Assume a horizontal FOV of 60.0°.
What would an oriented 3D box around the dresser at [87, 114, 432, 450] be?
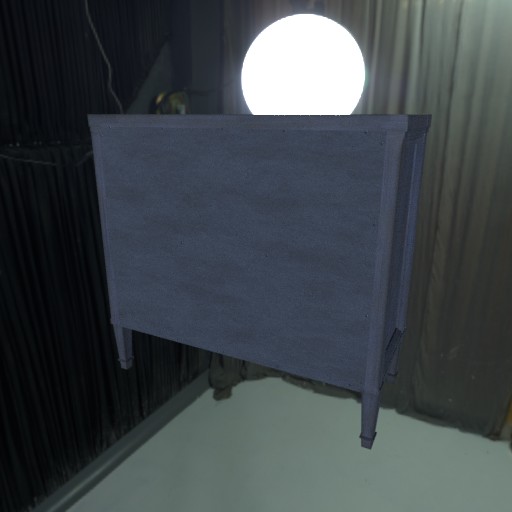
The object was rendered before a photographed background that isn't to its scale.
[{"bbox_3d":[0.000,0.000,1.620,1.049,0.986,0.463,9,20,26],"label":"dresser"}]
